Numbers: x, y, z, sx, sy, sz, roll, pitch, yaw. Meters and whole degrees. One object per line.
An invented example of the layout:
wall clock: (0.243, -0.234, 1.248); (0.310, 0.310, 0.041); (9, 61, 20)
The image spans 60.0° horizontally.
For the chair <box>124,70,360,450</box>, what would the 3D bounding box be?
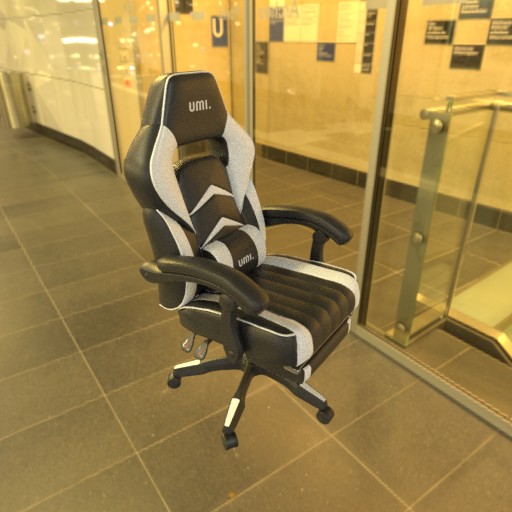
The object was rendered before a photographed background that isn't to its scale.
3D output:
chair: (0.000, 0.000, 1.584); (0.700, 1.200, 0.676); (17, 31, 31)
